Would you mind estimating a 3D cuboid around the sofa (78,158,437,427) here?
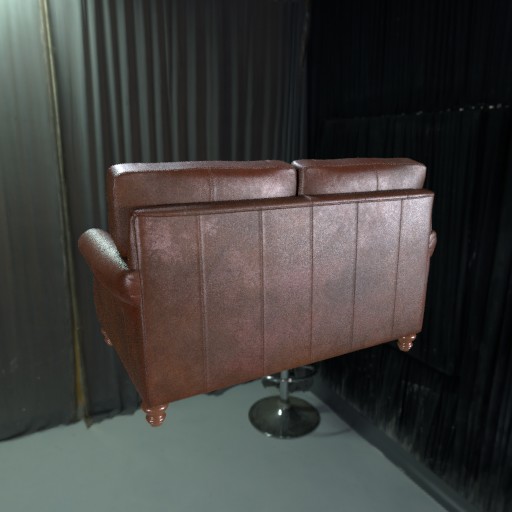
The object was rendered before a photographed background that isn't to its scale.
[{"bbox_3d":[0.000,0.000,2.254,1.616,0.976,0.990,-8,16,-28],"label":"sofa"}]
